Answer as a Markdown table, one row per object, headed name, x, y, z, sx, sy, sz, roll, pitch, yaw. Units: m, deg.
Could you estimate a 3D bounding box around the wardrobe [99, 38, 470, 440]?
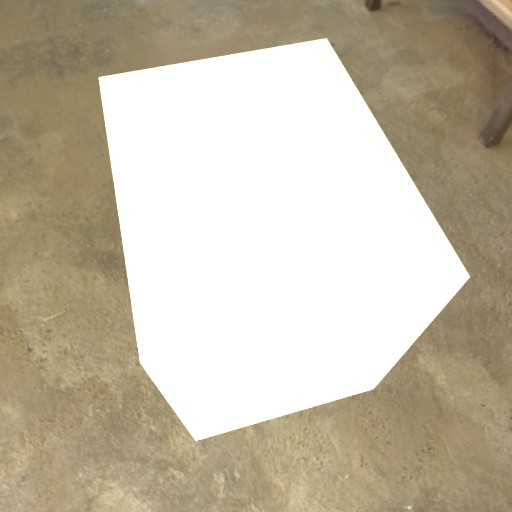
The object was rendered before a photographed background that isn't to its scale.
| name | x | y | z | sx | sy | sz | roll | pitch | yaw |
| --- | --- | --- | --- | --- | --- | --- | --- | --- | --- |
| wardrobe | 0.000 | 0.000 | 0.856 | 0.400 | 0.520 | 0.500 | -13 | 60 | -8 |
